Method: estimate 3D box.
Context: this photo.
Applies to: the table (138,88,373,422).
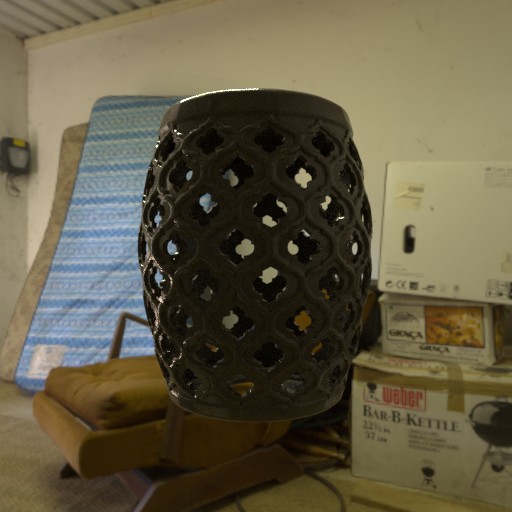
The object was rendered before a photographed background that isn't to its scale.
[{"bbox_3d":[0.000,0.000,0.633,0.325,0.388,0.325,0,0,0],"label":"table"}]
